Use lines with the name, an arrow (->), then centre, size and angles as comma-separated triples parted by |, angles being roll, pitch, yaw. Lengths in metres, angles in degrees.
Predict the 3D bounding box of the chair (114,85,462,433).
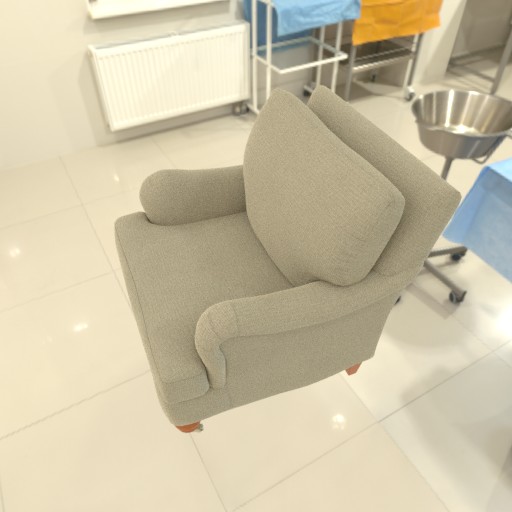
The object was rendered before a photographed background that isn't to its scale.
chair -> 0.000, 0.000, 1.851 | 1.070, 1.038, 0.955 | -16, 46, -16
